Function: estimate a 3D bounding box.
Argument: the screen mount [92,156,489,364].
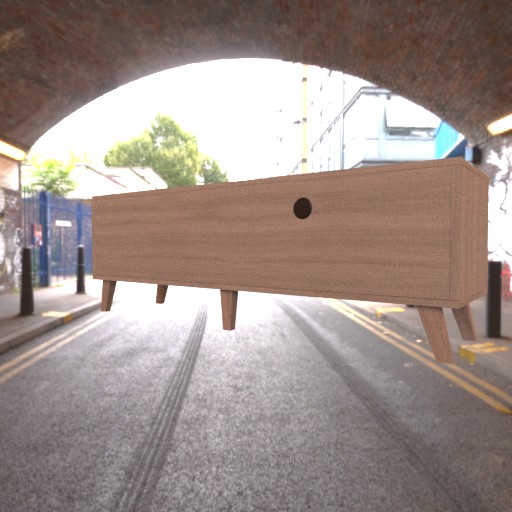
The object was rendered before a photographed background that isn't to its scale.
[{"bbox_3d":[0.000,0.000,1.665,1.500,0.509,0.401,1,2,36],"label":"screen mount"}]
